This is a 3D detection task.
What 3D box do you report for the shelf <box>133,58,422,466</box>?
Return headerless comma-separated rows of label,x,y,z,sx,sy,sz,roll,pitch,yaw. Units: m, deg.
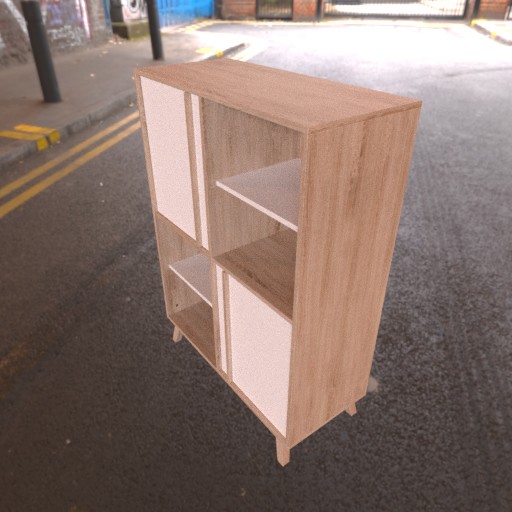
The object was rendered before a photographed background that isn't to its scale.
shelf,0.000,0.000,1.870,0.450,1.390,1.000,-22,38,-31
